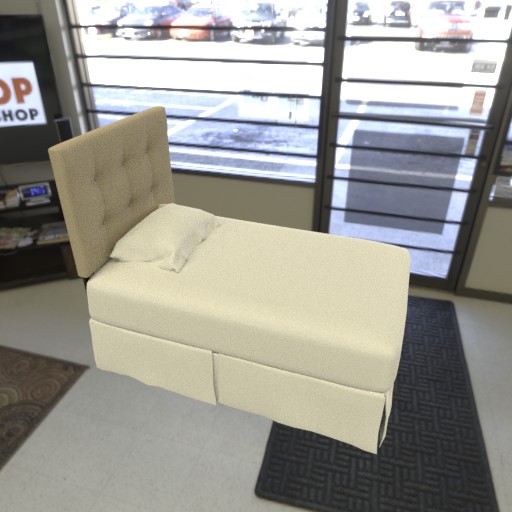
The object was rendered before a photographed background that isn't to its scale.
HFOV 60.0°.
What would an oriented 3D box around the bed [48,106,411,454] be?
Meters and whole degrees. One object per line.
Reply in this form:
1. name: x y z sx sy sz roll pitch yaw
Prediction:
1. bed: 0.000 0.000 2.924 1.997 1.571 1.261 10 32 17
